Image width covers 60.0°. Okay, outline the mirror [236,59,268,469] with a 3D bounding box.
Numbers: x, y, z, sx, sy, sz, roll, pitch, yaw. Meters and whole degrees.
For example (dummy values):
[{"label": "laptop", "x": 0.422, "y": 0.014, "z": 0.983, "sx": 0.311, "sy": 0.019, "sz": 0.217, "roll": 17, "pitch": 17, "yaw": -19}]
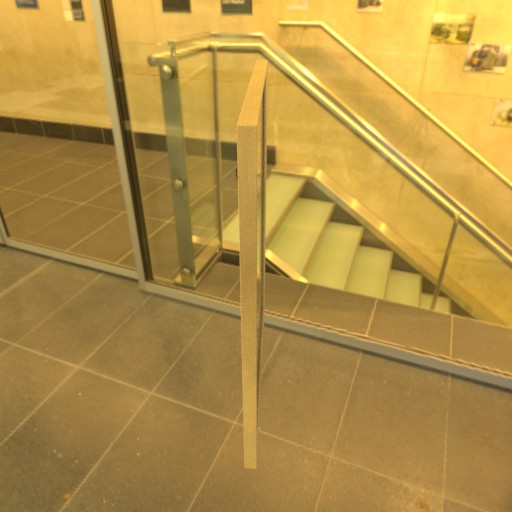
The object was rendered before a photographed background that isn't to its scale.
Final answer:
[{"label": "mirror", "x": 0.000, "y": 0.000, "z": 1.373, "sx": 0.040, "sy": 1.016, "sz": 0.762, "roll": 1, "pitch": 32, "yaw": 2}]
